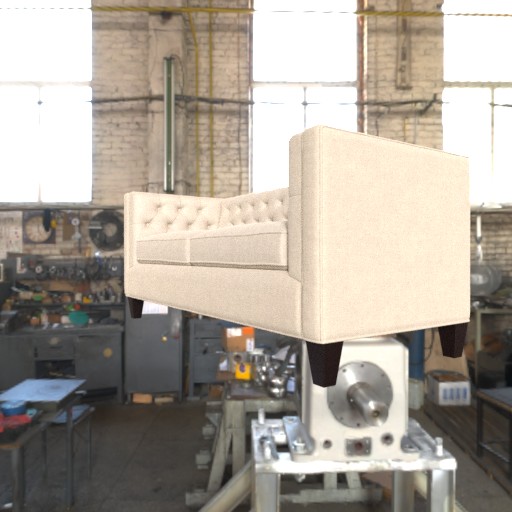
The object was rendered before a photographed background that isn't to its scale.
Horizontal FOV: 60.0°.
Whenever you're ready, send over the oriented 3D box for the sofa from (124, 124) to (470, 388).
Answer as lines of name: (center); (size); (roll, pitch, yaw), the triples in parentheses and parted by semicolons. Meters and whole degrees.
sofa: (0.000, 0.000, 2.195); (0.775, 0.762, 1.778); (0, 0, -34)
